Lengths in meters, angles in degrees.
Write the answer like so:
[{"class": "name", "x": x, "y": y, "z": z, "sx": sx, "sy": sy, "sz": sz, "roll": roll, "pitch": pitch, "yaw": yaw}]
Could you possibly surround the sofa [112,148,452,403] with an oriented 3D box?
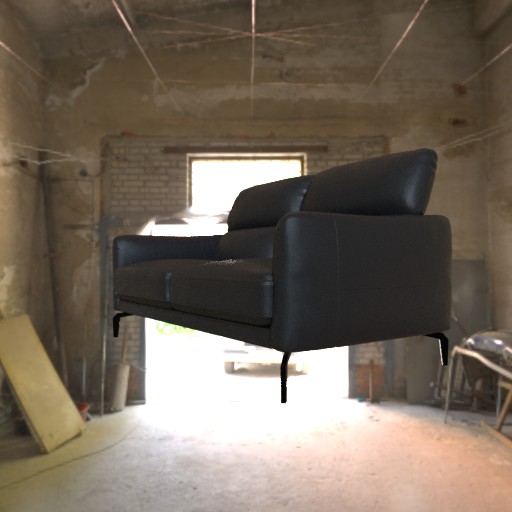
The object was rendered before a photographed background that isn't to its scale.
[{"class": "sofa", "x": 0.000, "y": 0.000, "z": 2.169, "sx": 0.958, "sy": 0.920, "sz": 1.596, "roll": 1, "pitch": -1, "yaw": -37}]
